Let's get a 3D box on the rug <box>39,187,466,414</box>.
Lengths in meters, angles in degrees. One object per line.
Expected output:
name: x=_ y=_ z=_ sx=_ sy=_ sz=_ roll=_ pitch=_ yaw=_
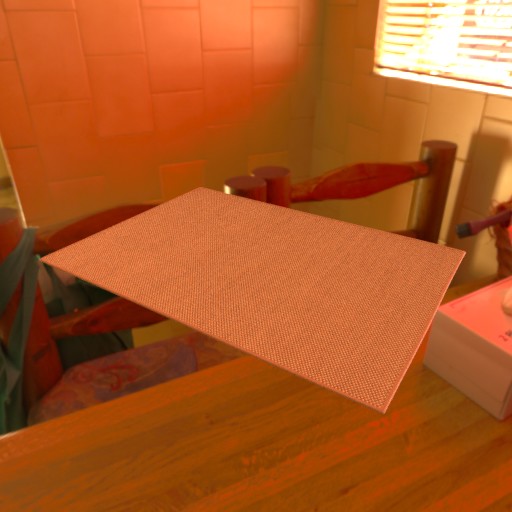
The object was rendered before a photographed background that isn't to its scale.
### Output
rug: x=0.000 y=0.000 z=2.707 sx=2.134 sy=0.013 sz=1.524 roll=18 pitch=33 yaw=29
